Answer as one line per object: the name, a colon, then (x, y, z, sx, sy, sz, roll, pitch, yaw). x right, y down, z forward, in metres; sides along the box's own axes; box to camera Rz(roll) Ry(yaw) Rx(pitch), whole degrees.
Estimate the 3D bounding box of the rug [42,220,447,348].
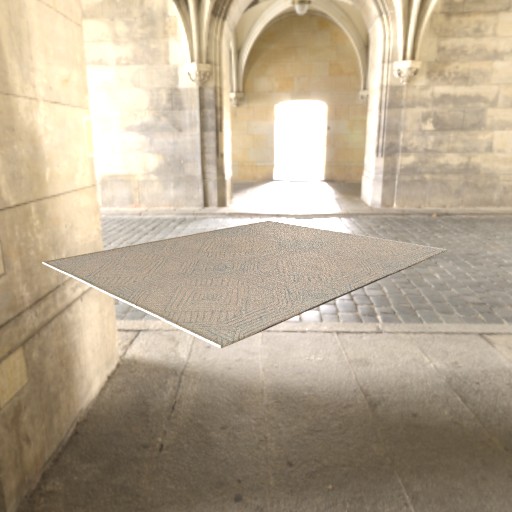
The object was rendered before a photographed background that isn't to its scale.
rug: (0.000, 0.000, 4.254, 2.457, 0.015, 3.049, 14, 20, 42)
